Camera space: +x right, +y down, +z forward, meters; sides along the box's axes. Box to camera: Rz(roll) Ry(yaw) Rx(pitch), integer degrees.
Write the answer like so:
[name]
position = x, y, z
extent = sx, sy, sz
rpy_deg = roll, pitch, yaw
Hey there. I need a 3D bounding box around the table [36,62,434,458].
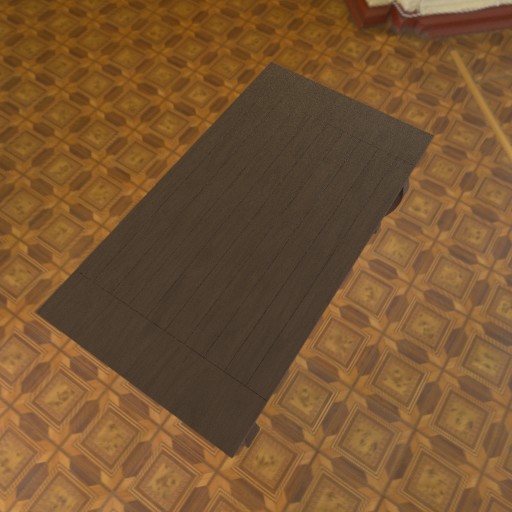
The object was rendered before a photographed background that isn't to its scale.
[table]
position = 0.000, 0.000, 1.427
extent = 0.600, 0.494, 1.062
rpy_deg = 31, 67, 15
